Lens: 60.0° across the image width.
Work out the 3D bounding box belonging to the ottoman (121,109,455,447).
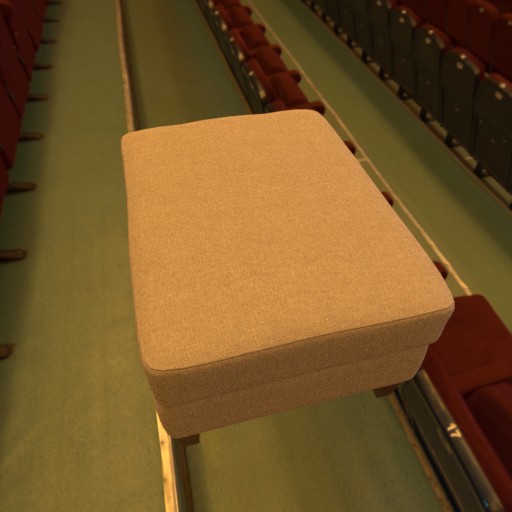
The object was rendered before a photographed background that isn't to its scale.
[{"bbox_3d":[0.000,0.000,1.307,0.677,0.519,0.898,-11,47,-10],"label":"ottoman"}]
